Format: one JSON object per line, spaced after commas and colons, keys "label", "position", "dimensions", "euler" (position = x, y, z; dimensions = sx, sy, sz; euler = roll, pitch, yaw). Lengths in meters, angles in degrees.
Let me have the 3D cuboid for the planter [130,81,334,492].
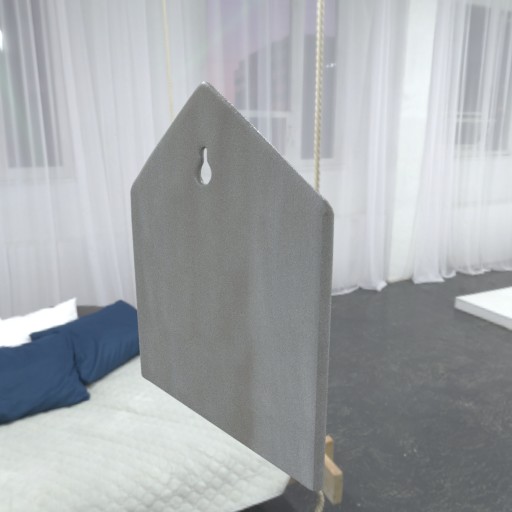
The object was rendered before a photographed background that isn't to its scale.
{"label": "planter", "position": [0.000, 0.000, 0.272], "dimensions": [0.080, 0.194, 0.163], "euler": [-13, 18, -43]}
